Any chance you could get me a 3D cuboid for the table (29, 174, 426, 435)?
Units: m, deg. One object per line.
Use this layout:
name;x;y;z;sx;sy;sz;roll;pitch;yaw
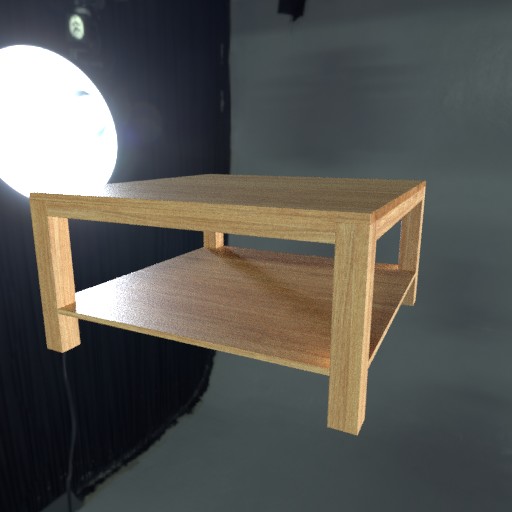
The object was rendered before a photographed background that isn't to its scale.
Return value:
table;0.000;0.000;1.425;0.900;0.450;0.900;7;15;25
